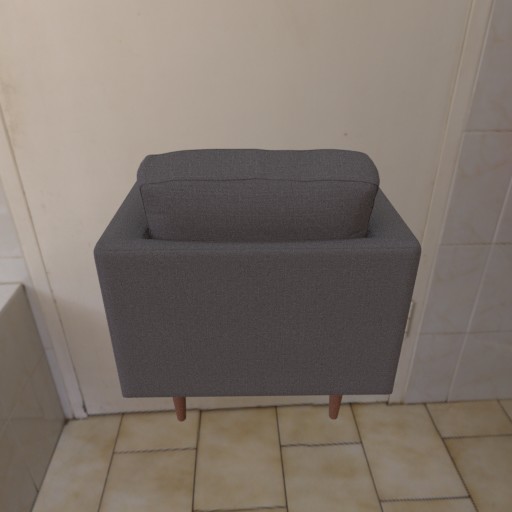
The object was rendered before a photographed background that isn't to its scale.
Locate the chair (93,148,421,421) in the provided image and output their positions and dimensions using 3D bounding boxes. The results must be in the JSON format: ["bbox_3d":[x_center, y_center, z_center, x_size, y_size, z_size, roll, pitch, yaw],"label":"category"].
[{"bbox_3d":[0.000,0.000,1.573,0.854,0.927,0.800,0,30,-1],"label":"chair"}]
